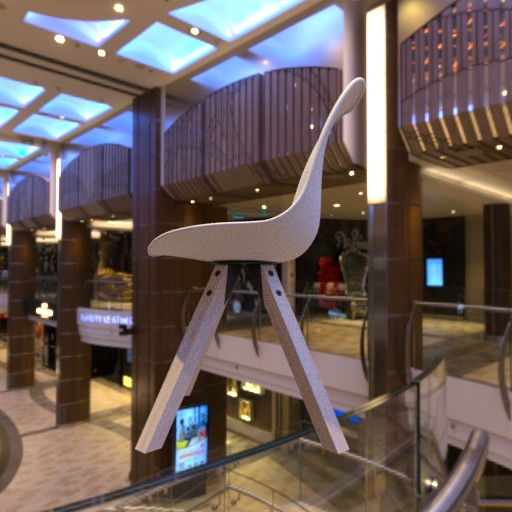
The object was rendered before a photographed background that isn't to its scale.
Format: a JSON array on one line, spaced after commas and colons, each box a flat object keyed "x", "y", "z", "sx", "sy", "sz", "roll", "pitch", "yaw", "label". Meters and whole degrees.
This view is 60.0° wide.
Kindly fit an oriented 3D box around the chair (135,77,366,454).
[{"x": 0.000, "y": 0.000, "z": 1.168, "sx": 0.550, "sy": 0.850, "sz": 0.485, "roll": 0, "pitch": -1, "yaw": 0, "label": "chair"}]
